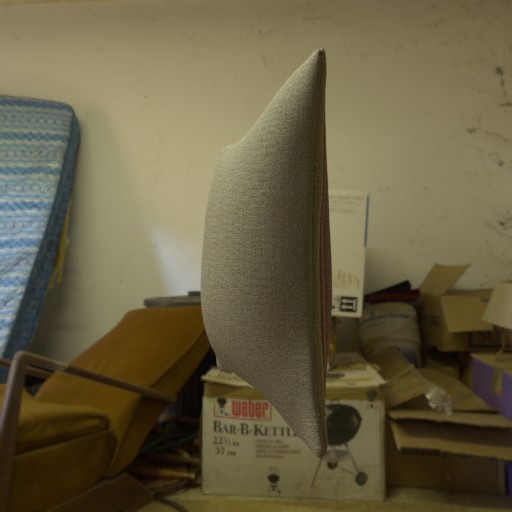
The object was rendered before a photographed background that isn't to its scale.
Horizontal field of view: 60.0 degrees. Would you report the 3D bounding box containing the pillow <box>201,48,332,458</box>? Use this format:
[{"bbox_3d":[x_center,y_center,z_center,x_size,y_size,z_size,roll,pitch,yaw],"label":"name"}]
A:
[{"bbox_3d":[0.000,0.000,0.647,0.136,0.419,0.437,1,-2,-18],"label":"pillow"}]
